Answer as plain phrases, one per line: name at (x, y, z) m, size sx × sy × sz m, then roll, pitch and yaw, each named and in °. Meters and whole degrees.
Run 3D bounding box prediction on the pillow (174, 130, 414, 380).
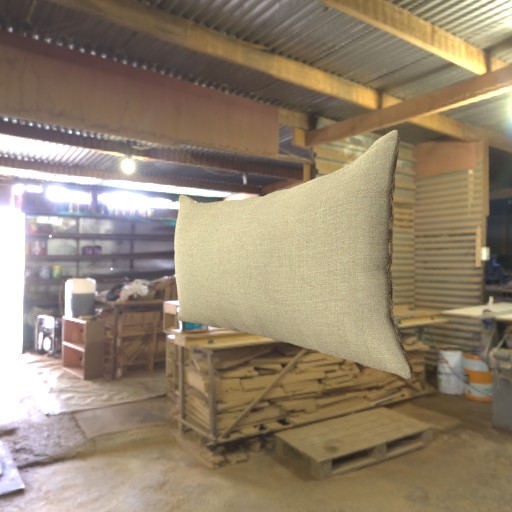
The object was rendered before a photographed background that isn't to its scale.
pillow at (0.000, 0.000, 0.763) m, size 0.148 × 0.290 × 0.631 m, roll 1°, pitch -1°, yaw -34°
